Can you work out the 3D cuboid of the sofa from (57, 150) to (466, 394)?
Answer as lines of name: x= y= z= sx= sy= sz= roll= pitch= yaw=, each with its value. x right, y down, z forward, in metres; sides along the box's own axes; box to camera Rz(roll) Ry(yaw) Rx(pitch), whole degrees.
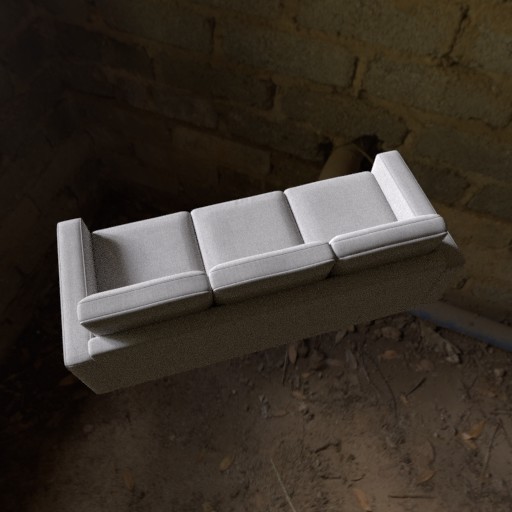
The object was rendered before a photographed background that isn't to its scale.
sofa: x=0.000 y=0.000 z=2.577 sx=2.120 sy=0.800 sz=0.900 roll=-14 pitch=59 yaw=-8
